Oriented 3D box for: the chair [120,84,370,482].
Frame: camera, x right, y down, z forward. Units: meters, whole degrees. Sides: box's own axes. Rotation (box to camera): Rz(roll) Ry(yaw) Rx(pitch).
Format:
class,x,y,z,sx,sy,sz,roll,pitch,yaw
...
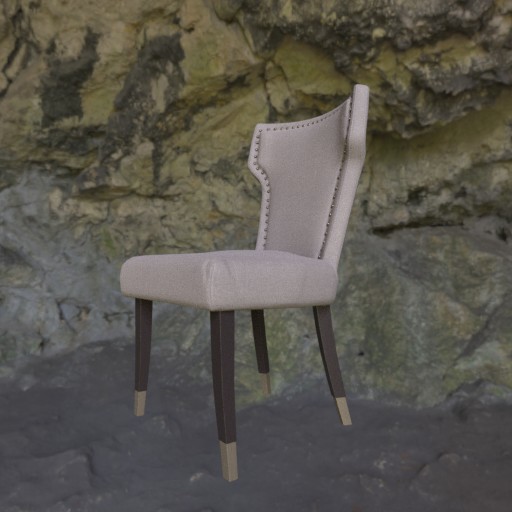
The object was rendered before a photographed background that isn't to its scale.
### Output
class,x,y,z,sx,sy,sz,roll,pitch,yaw
chair,0.000,0.000,1.293,0.630,0.955,0.526,1,-1,-37
